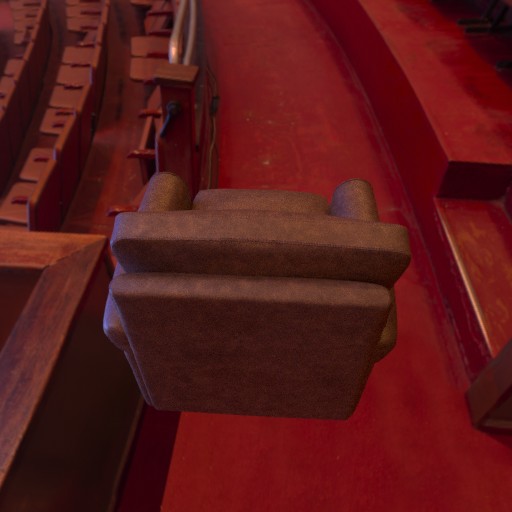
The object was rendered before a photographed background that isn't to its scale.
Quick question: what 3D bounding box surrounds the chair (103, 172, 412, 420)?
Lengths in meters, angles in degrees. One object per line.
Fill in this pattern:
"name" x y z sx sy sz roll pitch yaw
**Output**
"chair" 0.000 0.000 1.773 0.996 0.976 1.002 2 46 2
